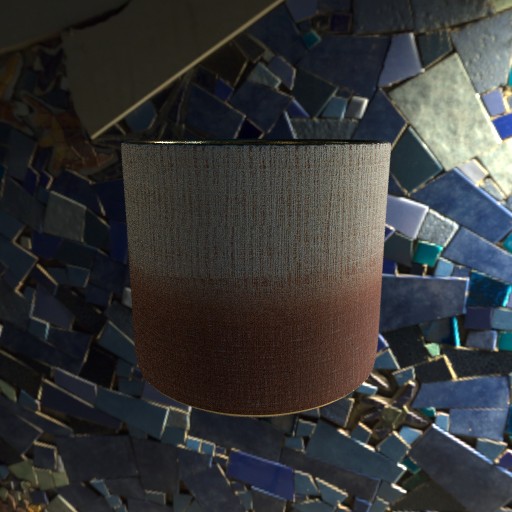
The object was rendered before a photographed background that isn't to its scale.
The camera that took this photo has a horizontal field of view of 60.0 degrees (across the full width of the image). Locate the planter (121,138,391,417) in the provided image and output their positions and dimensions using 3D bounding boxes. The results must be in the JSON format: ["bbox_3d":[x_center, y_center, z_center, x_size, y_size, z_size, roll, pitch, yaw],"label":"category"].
[{"bbox_3d":[0.000,0.000,0.397,0.221,0.201,0.221,0,16,0],"label":"planter"}]
